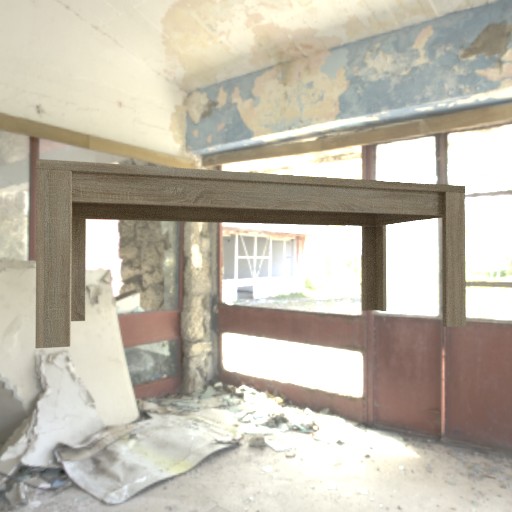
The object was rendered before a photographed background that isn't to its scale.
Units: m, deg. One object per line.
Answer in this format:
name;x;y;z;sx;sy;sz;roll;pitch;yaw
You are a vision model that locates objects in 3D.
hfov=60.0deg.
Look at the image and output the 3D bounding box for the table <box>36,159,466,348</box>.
table;0.000;0.000;2.599;2.200;0.790;0.900;0;-1;-17
